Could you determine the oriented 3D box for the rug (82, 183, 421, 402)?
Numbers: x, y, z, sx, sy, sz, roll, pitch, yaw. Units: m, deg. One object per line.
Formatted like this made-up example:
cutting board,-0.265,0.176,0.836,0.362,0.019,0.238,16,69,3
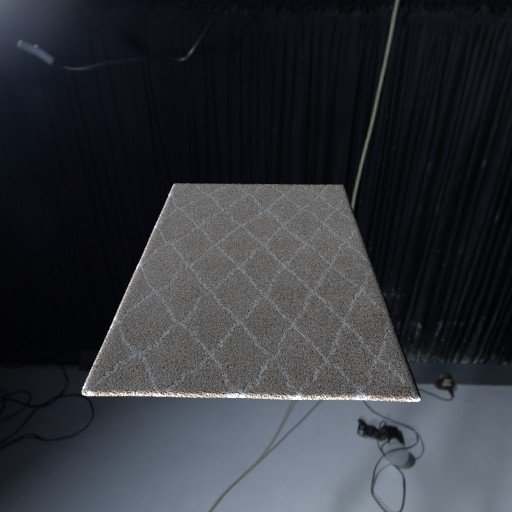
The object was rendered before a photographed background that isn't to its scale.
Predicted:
rug,0.000,0.000,3.460,1.778,0.030,2.743,1,33,1
